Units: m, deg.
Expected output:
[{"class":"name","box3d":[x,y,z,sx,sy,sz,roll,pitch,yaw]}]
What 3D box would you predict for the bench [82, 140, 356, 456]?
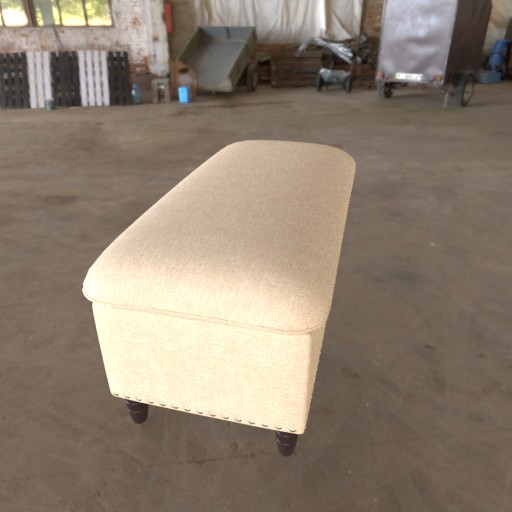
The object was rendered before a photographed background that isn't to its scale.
[{"class":"bench","box3d":[0.000,0.000,1.264,0.483,0.483,0.991,7,30,12]}]
